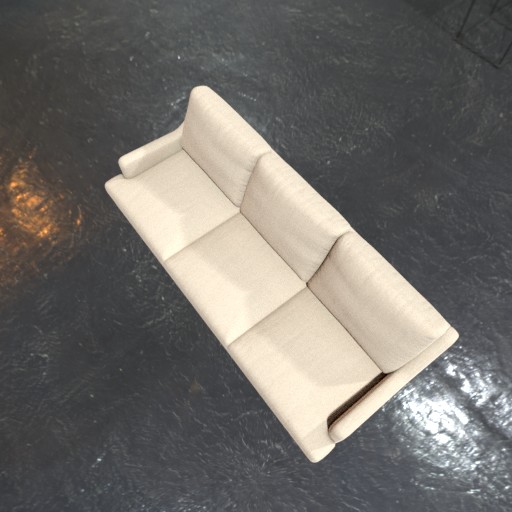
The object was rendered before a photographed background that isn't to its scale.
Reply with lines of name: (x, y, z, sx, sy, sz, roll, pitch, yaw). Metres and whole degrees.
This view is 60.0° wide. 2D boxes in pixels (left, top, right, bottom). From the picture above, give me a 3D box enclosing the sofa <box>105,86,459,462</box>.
sofa: (0.000, 0.000, 2.862, 1.000, 0.913, 2.321, -35, 68, -16)
